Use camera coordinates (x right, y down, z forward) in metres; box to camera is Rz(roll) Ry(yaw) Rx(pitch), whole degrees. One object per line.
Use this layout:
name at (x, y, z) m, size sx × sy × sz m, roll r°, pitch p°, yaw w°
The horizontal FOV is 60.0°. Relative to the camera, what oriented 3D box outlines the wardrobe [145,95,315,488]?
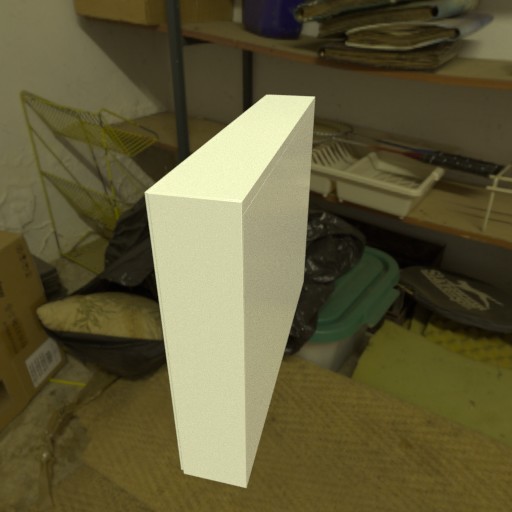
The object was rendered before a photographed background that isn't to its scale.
wardrobe at (0.000, 0.000, 4.143) m, size 0.580 × 2.360 × 3.000 m, roll 7°, pitch 30°, yaw 12°
